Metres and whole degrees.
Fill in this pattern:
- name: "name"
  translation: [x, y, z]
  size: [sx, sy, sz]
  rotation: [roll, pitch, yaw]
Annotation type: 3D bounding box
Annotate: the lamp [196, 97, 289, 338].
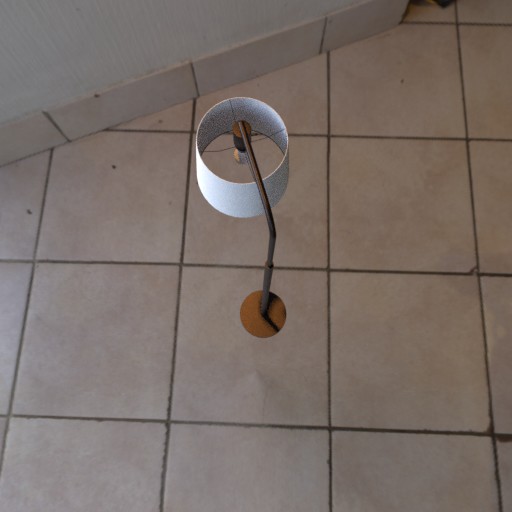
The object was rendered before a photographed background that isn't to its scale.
- name: "lamp"
  translation: [0.000, 0.000, 1.641]
  size: [0.254, 1.478, 0.508]
  rotation: [-16, 76, -4]
